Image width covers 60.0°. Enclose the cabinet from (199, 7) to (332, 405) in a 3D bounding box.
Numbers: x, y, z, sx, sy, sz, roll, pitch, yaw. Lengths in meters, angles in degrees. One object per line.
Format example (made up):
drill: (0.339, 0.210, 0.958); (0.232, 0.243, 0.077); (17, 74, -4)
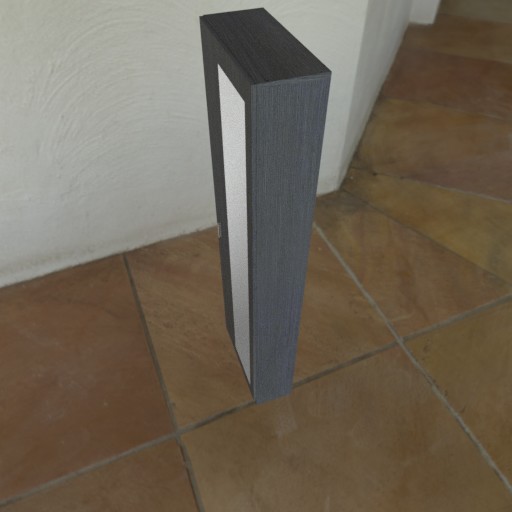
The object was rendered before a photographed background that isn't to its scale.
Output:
cabinet: (0.000, 0.000, 1.914); (0.230, 1.790, 0.500); (-15, 49, -13)
